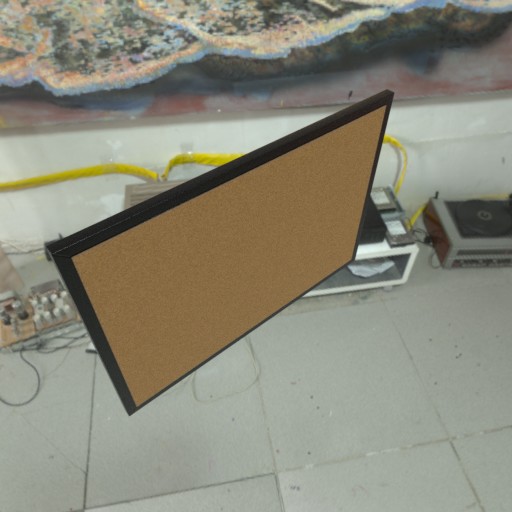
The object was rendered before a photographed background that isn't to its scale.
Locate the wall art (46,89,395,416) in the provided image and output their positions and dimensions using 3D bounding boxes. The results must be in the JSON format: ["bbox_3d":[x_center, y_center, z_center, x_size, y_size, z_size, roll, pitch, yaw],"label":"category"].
[{"bbox_3d":[0.000,0.000,0.570,0.440,0.306,0.013,-31,54,-26],"label":"wall art"}]
